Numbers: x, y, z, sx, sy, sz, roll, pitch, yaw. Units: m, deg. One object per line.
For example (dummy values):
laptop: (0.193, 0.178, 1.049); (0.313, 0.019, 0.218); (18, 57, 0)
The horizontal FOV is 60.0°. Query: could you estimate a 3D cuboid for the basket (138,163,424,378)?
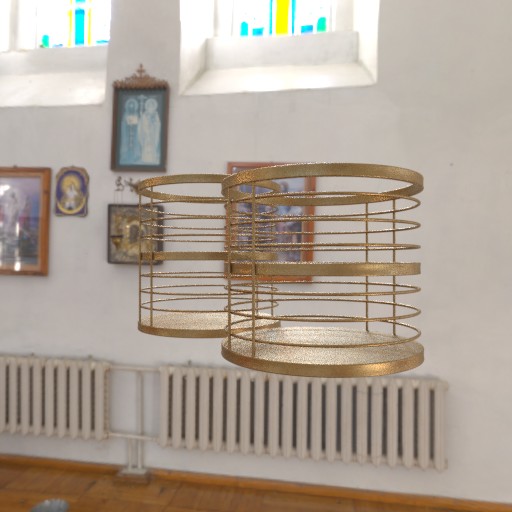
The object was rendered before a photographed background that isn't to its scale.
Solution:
basket: (0.000, 0.000, 0.962); (0.356, 0.351, 0.746); (0, -1, -36)
